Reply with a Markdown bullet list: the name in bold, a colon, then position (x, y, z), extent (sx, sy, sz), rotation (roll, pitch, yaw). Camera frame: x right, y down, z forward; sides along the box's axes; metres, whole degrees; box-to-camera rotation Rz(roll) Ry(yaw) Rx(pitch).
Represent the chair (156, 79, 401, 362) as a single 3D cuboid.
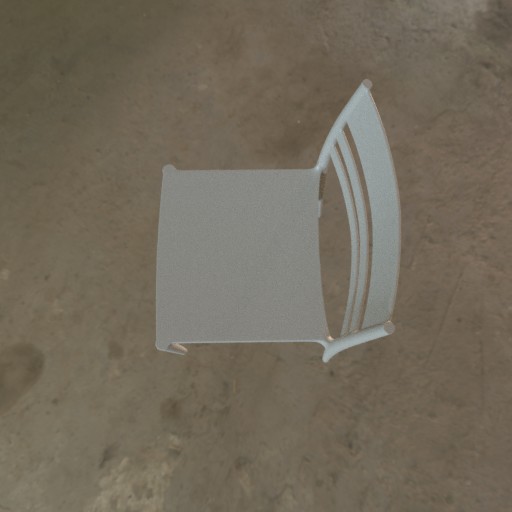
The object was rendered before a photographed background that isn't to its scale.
- **chair**: position (0.000, 0.000, 1.152), extent (0.511, 0.800, 0.531), rotation (-1, 76, 0)
